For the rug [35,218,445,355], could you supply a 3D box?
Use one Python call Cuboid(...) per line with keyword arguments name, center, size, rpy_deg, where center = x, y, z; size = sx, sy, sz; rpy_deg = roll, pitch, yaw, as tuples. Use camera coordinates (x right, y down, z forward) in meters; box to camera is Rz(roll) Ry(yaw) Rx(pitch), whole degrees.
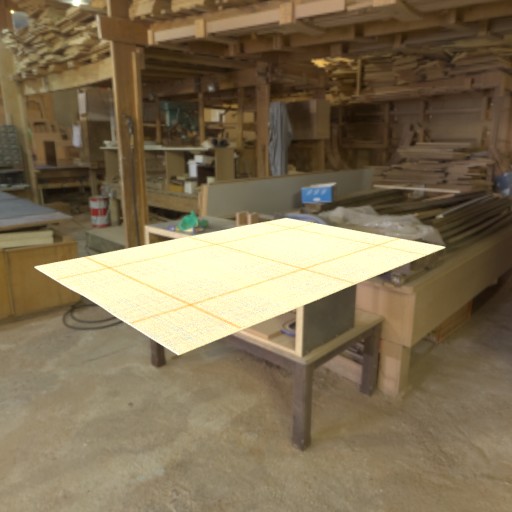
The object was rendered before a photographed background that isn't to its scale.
Cuboid(name="rug", center=(0.000, 0.000, 2.347), size=(1.825, 0.015, 1.232), rpy_deg=(-15, 21, -42))
